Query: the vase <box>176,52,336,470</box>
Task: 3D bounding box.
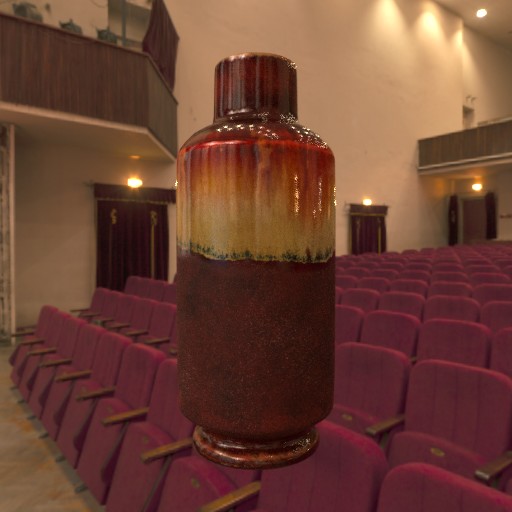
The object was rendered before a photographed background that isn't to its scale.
[{"bbox_3d":[0.000,0.000,0.313,0.111,0.261,0.111,0,1,0],"label":"vase"}]
